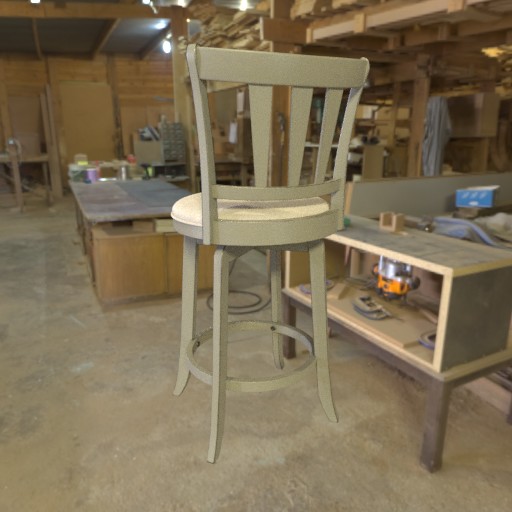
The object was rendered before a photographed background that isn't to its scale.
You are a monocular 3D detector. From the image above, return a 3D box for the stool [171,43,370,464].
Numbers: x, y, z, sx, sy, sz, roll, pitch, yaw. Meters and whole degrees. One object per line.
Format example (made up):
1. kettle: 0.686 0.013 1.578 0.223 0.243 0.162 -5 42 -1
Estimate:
1. stool: 0.000 0.000 1.224 0.450 0.994 0.486 -7 18 -24
